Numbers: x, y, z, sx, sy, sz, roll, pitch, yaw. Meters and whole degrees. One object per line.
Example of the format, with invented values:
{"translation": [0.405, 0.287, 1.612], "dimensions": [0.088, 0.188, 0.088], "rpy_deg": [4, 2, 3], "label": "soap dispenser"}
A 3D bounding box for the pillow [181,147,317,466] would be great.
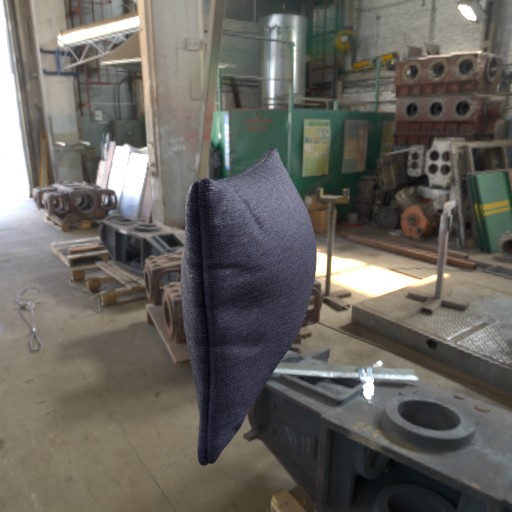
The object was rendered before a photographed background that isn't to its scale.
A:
{"translation": [0.000, 0.000, 0.771], "dimensions": [0.210, 0.338, 0.633], "rpy_deg": [3, 17, 8], "label": "pillow"}
